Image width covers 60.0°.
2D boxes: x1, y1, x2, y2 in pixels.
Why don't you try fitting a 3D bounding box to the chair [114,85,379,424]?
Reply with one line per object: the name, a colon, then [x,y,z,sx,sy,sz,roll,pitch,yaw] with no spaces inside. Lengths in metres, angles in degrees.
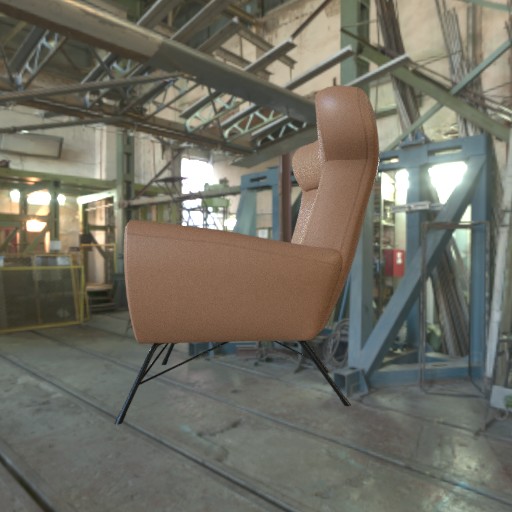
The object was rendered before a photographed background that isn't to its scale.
chair: [0.000,0.000,1.775,0.900,1.050,0.980,0,1,-1]
